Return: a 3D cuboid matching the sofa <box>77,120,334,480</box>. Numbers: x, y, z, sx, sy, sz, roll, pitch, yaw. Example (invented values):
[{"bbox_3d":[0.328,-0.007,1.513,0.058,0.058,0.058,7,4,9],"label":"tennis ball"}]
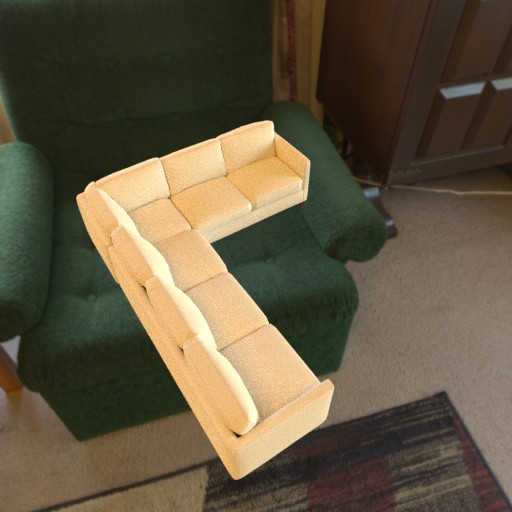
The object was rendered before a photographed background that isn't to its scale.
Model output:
[{"bbox_3d":[0.000,0.000,4.549,2.593,0.947,3.302,-26,52,-22],"label":"sofa"}]
